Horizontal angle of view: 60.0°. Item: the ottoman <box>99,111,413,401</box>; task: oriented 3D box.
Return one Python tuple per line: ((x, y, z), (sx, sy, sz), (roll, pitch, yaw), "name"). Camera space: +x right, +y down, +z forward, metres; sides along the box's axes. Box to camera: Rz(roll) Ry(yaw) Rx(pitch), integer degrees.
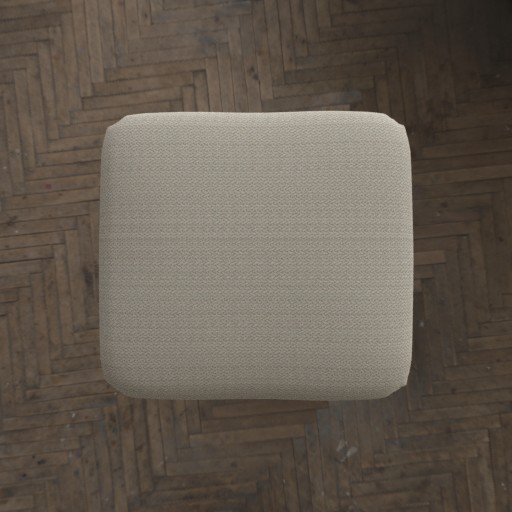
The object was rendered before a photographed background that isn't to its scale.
((0.000, 0.000, 1.094), (0.684, 0.447, 0.622), (0, 89, 1), "ottoman")
